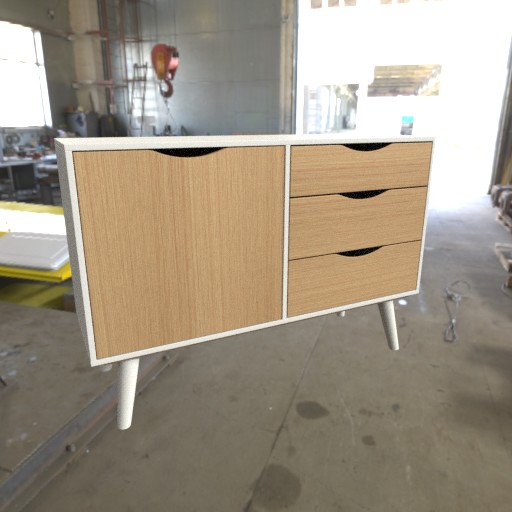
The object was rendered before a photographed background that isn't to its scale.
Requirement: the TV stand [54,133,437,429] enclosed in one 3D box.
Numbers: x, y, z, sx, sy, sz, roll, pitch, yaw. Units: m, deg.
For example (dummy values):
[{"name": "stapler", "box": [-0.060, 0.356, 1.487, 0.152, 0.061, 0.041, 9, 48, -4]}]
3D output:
[{"name": "TV stand", "box": [0.000, 0.000, 1.569, 1.193, 0.812, 0.406, -8, 19, -25]}]
